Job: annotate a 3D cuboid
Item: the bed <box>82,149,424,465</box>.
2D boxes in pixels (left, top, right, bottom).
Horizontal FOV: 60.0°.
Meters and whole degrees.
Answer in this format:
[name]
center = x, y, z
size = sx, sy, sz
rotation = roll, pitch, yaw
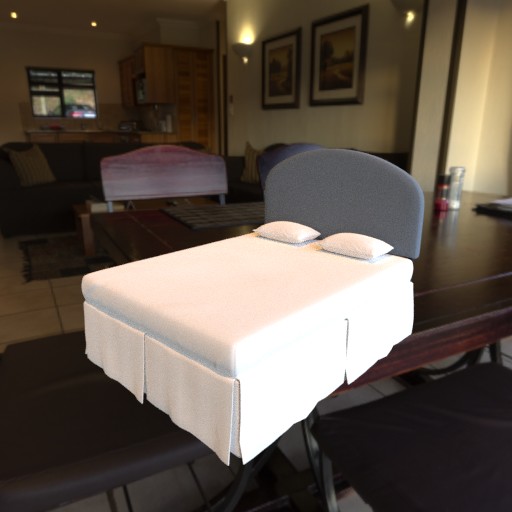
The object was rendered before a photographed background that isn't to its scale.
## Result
[bed]
center = 0.000, 0.000, 3.134
size = 1.607, 1.410, 2.005
rotation = 15, 22, 41
